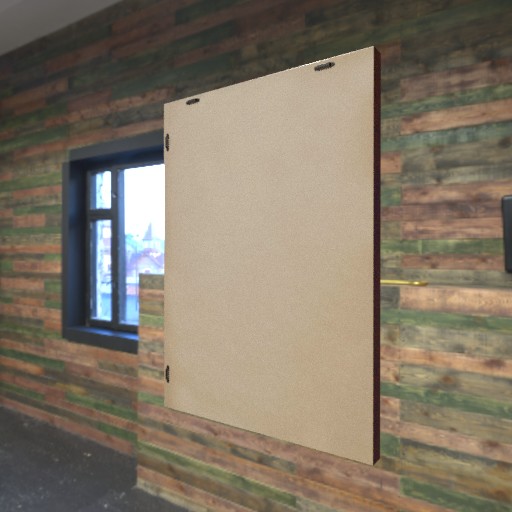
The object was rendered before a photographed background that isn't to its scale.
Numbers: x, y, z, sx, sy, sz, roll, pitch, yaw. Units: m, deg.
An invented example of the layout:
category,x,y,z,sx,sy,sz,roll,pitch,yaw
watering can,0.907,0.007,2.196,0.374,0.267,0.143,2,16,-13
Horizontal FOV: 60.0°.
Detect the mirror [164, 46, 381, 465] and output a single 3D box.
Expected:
category,x,y,z,sx,sy,sz,roll,pitch,yaw
mirror,0.000,0.000,0.907,0.508,0.711,0.039,0,0,35
